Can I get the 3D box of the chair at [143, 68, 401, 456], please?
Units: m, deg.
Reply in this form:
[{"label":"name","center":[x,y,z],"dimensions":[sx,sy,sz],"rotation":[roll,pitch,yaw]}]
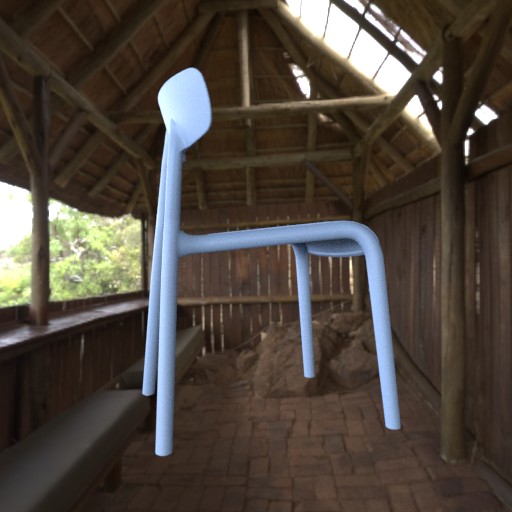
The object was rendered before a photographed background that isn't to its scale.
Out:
[{"label":"chair","center":[0.000,0.000,0.845],"dimensions":[0.401,0.580,0.356],"rotation":[0,0,-18]}]
